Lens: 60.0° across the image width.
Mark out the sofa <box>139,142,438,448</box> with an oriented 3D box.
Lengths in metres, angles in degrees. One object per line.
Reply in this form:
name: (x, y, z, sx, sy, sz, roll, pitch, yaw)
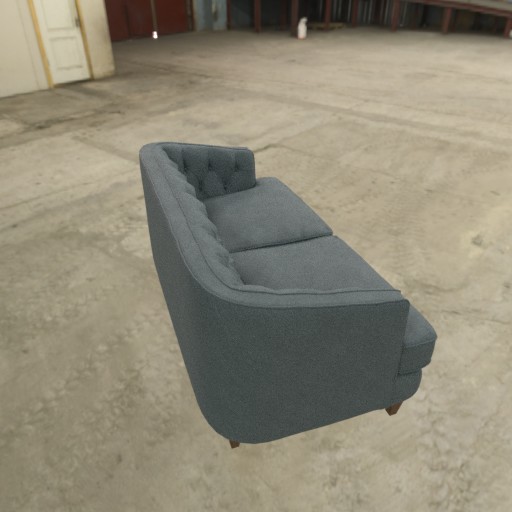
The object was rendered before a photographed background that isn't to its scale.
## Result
sofa: (0.000, 0.000, 2.273, 0.941, 0.855, 1.733, -11, 34, -17)
